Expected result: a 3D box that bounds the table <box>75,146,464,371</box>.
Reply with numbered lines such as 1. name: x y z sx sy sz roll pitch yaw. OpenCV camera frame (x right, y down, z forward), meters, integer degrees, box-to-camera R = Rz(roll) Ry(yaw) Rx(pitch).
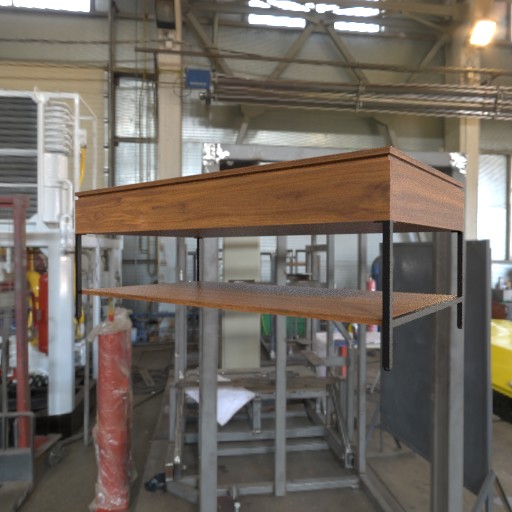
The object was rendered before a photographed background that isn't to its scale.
1. table: 0.000 0.000 1.360 1.057 0.414 0.574 0 1 37
